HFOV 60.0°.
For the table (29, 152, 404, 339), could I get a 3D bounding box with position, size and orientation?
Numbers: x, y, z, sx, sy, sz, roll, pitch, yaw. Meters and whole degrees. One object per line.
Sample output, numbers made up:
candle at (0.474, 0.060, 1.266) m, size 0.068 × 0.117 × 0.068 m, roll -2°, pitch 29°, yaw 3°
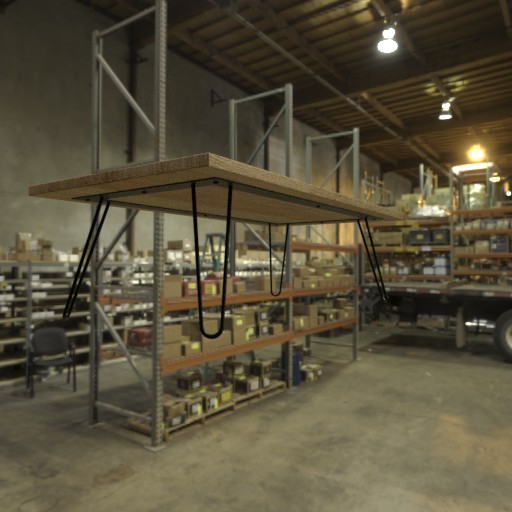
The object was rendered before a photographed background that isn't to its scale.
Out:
table at (0.000, 0.000, 1.658) m, size 0.699 × 0.400 × 1.348 m, roll -1°, pitch -1°, yaw 35°
